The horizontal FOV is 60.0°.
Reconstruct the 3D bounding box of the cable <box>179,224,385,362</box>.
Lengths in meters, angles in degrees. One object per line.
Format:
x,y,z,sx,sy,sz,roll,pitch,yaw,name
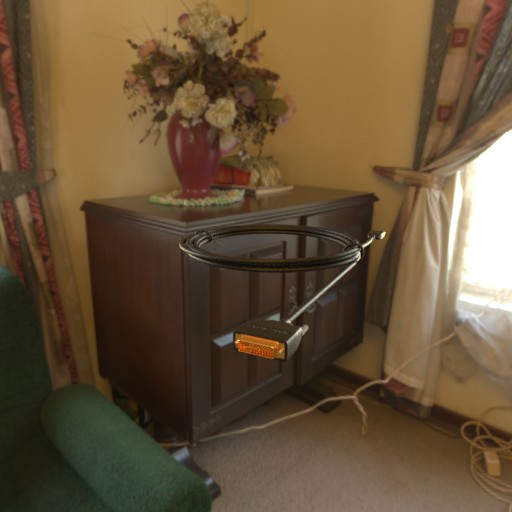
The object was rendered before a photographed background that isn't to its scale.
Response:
0.000,0.000,0.535,0.257,0.030,0.422,7,16,26,cable
